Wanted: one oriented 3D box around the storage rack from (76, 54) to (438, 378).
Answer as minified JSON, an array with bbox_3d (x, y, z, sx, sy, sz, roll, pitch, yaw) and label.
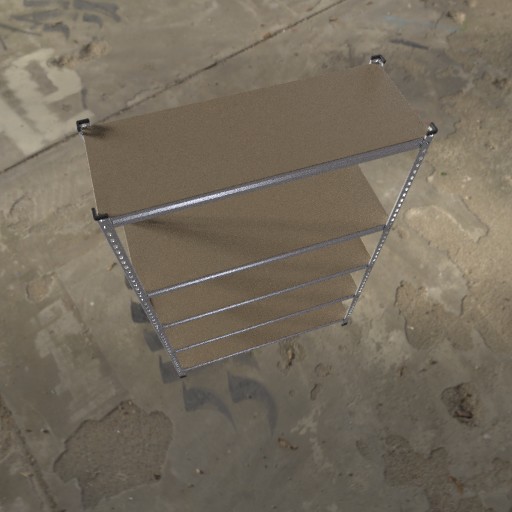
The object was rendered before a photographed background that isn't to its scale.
[{"bbox_3d":[0.000,0.000,2.370,1.219,1.829,0.457,-16,61,-9],"label":"storage rack"}]
